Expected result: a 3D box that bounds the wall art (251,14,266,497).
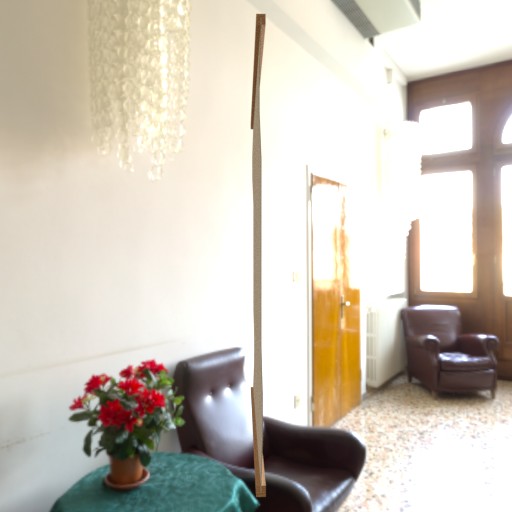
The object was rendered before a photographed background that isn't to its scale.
[{"bbox_3d":[0.000,0.000,1.302,0.020,1.016,0.739,0,-1,-2],"label":"wall art"}]
